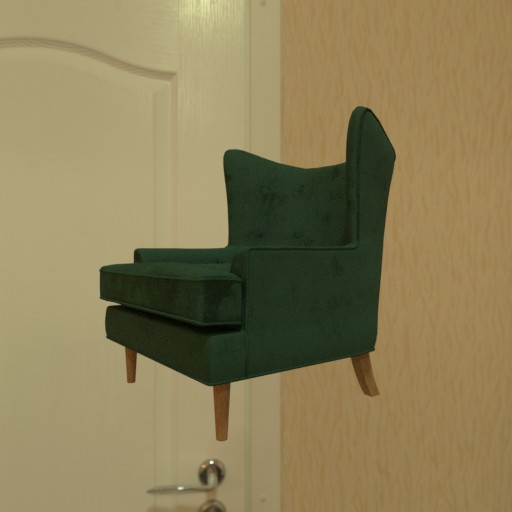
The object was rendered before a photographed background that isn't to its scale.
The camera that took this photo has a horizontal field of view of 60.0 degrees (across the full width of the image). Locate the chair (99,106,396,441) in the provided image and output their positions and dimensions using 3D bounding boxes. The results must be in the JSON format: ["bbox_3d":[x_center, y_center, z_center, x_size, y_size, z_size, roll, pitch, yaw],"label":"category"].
[{"bbox_3d":[0.000,0.000,1.618,0.910,0.952,0.793,0,1,-37],"label":"chair"}]
